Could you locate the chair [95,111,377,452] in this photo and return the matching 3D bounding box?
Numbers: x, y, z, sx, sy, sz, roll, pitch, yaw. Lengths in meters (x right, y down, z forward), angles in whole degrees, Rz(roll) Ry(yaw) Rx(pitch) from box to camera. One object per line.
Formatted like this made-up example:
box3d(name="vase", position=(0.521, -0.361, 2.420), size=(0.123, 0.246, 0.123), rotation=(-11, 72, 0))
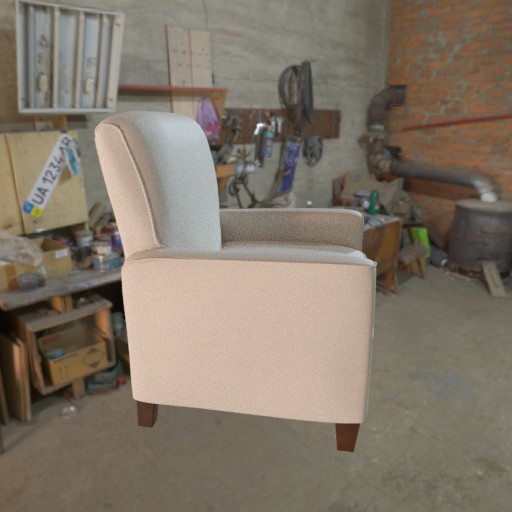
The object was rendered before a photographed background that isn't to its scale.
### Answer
box3d(name="chair", position=(0.000, 0.000, 1.655), size=(0.858, 1.028, 0.841), rotation=(3, 17, 10))
